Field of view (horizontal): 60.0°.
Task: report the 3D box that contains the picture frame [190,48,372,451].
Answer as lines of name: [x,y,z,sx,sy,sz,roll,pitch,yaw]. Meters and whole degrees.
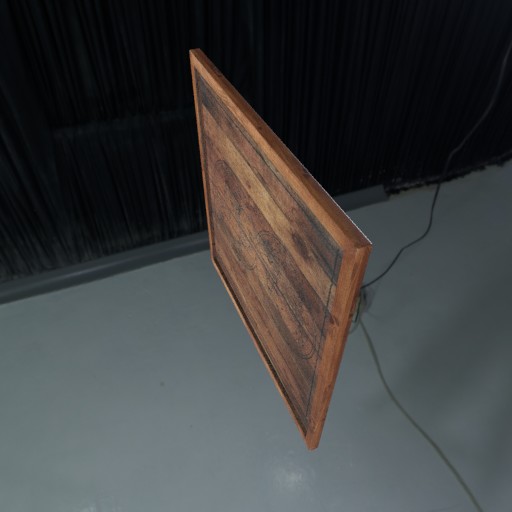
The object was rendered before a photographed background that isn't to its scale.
picture frame: [0.000,0.000,1.217,0.029,0.817,0.810,-18,49,-16]
